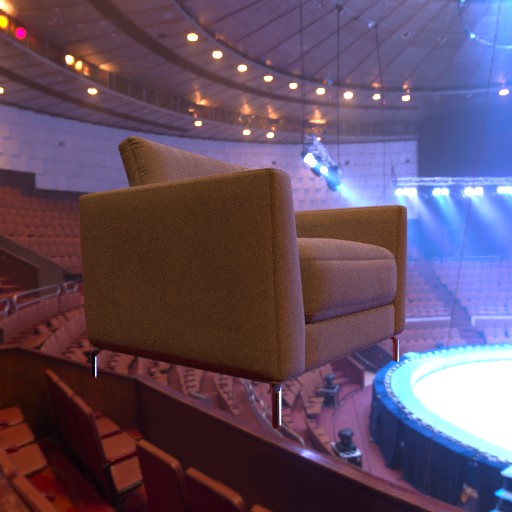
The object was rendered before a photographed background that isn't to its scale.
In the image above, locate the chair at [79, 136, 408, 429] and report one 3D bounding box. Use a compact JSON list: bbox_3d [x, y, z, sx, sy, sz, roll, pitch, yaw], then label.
[{"bbox_3d":[0.000,0.000,1.698,0.889,0.864,1.041,0,0,36],"label":"chair"}]
